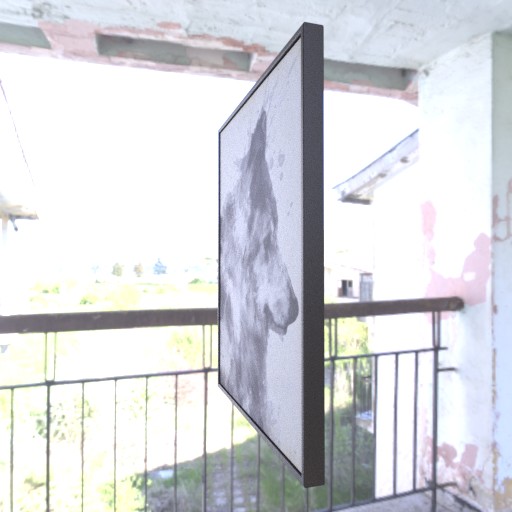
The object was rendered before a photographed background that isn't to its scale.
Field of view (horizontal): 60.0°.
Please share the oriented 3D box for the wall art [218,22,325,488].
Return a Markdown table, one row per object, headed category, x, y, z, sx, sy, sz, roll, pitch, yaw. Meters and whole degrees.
| category | x | y | z | sx | sy | sz | roll | pitch | yaw |
| --- | --- | --- | --- | --- | --- | --- | --- | --- | --- |
| wall art | 0.000 | 0.000 | 0.742 | 0.028 | 0.551 | 0.451 | 0 | -1 | -18 |
